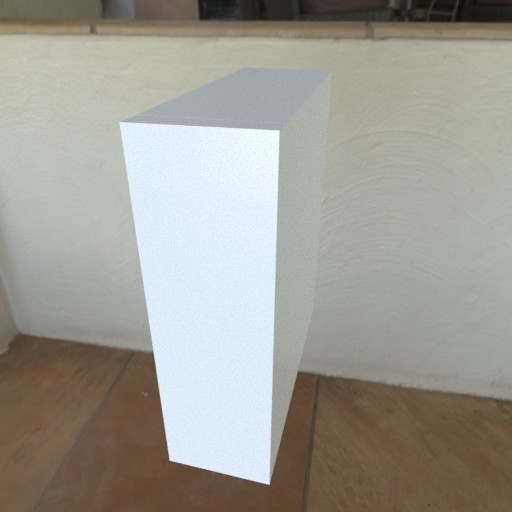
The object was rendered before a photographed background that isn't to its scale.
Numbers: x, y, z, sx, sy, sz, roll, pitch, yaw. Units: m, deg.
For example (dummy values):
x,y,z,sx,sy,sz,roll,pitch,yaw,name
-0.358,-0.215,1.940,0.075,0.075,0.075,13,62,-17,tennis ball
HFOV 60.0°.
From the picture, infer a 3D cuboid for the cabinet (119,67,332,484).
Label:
x,y,z,sx,sy,sz,roll,pitch,yaw,name
0.000,0.000,1.610,0.348,1.150,0.990,7,30,13,cabinet
